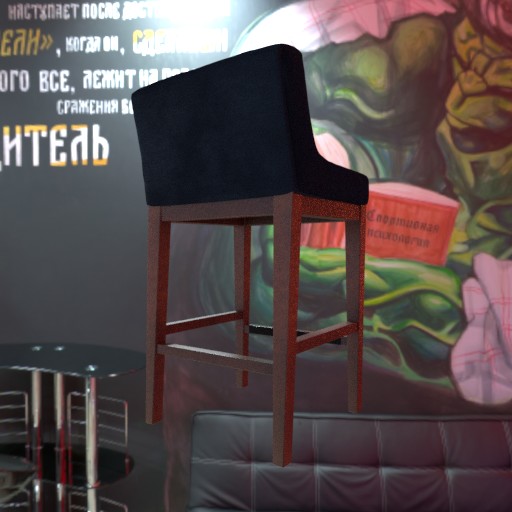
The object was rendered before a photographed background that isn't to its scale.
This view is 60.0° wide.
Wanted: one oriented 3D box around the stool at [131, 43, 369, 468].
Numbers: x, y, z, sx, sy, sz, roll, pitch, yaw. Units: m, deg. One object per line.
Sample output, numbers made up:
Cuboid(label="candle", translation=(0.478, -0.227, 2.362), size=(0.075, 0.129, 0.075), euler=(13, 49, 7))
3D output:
Cuboid(label="stool", translation=(0.000, 0.000, 1.282), size=(0.511, 0.945, 0.516), euler=(0, 0, 36))
